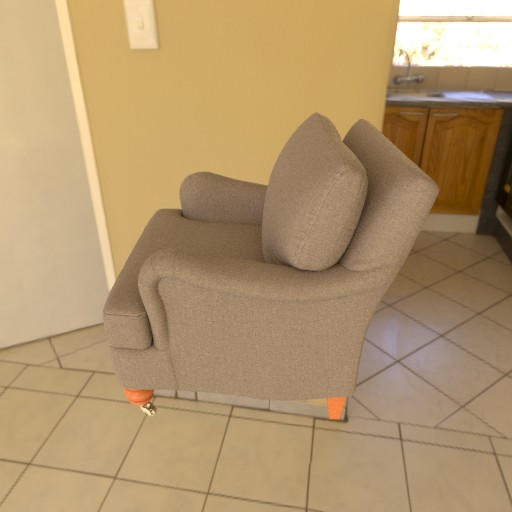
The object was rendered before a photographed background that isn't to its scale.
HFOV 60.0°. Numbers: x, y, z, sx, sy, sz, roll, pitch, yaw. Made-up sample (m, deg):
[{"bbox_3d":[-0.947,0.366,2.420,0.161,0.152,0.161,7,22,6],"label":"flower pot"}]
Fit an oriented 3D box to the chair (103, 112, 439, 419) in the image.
[{"bbox_3d":[0.000,0.000,1.861,1.070,1.038,0.955,0,28,0],"label":"chair"}]
